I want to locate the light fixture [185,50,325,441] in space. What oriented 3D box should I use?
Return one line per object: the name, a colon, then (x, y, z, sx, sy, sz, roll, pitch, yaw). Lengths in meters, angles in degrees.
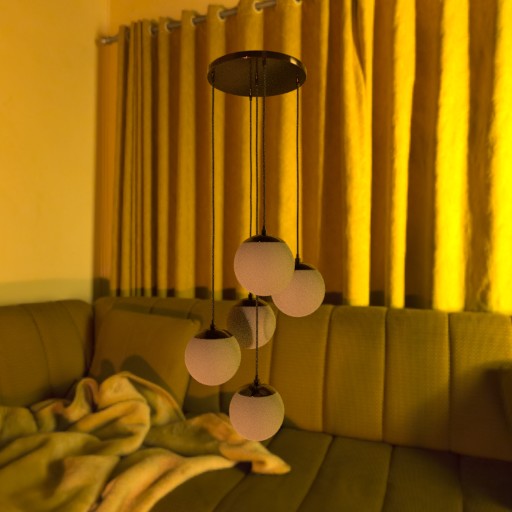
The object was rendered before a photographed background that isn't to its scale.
light fixture: (0.000, 0.000, 1.543, 0.484, 1.271, 0.489, 0, 0, 1)
